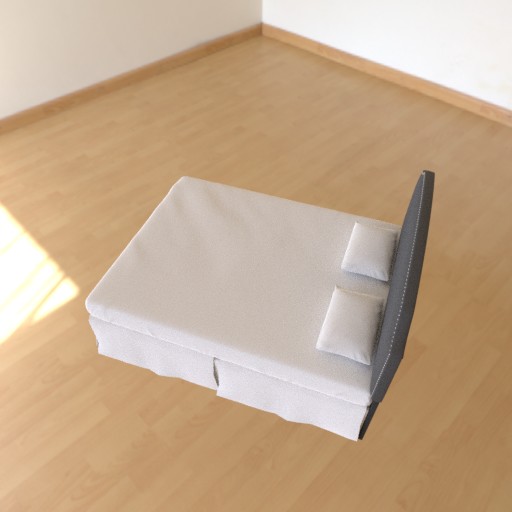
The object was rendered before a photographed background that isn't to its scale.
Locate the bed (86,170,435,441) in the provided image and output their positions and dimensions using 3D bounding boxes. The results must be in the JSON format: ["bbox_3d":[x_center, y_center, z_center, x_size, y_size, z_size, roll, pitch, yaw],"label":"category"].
[{"bbox_3d":[0.000,0.000,3.080,1.999,1.270,1.558,15,49,14],"label":"bed"}]
